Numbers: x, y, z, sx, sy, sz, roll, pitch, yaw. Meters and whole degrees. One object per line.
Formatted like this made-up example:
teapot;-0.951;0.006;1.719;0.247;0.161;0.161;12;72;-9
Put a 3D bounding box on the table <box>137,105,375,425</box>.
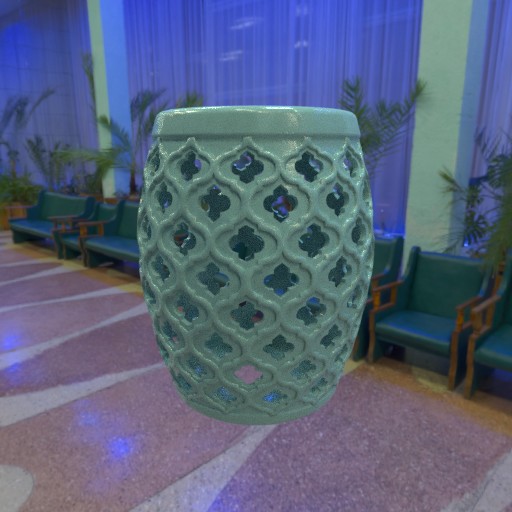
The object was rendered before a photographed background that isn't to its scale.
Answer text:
table;0.000;0.000;0.633;0.325;0.388;0.325;0;14;0
